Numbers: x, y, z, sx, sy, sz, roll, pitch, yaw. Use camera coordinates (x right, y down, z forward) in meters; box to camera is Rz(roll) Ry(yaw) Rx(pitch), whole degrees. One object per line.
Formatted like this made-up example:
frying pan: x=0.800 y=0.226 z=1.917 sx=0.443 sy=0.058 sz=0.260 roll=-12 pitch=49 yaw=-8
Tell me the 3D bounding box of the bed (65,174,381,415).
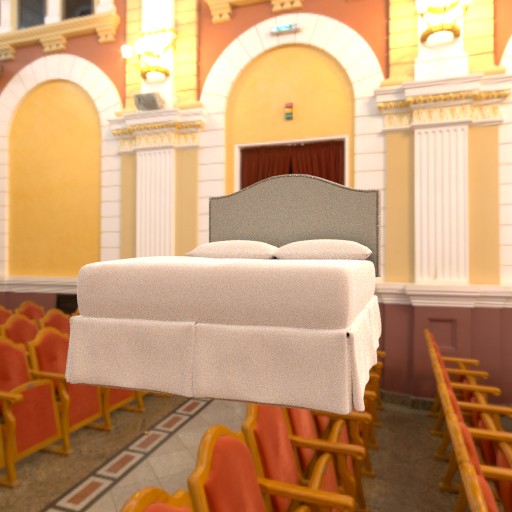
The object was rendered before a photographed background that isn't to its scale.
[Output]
bed: x=0.000 y=0.000 z=3.426 sx=1.813 sy=1.607 sz=2.180 roll=0 pitch=0 yaw=19
